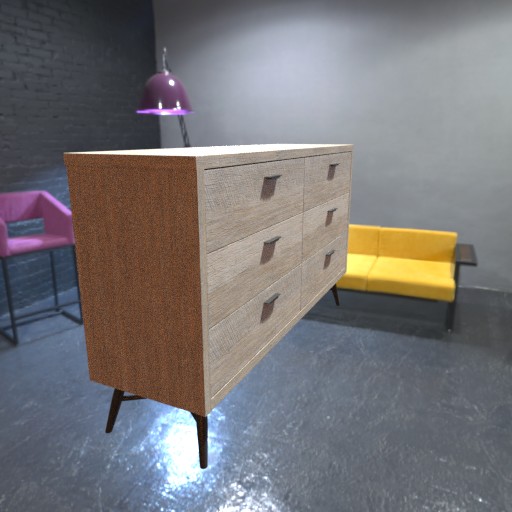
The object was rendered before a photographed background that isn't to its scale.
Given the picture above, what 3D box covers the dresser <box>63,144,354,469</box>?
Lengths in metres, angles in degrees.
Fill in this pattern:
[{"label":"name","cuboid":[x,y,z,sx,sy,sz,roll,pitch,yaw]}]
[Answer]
[{"label":"dresser","cuboid":[0.000,0.000,1.923,0.457,0.914,1.524,7,17,25]}]
